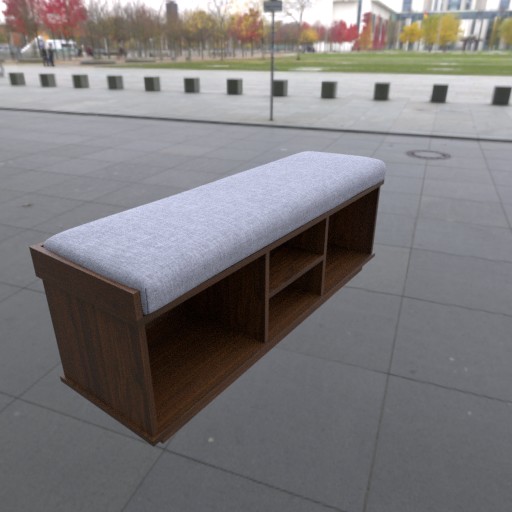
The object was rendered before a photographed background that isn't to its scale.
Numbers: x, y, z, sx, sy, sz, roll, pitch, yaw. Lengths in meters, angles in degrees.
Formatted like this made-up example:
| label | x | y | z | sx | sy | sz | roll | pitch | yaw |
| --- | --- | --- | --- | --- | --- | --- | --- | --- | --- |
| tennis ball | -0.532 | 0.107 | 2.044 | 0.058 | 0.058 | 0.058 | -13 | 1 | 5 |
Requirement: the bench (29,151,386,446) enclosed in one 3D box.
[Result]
| label | x | y | z | sx | sy | sz | roll | pitch | yaw |
| --- | --- | --- | --- | --- | --- | --- | --- | --- | --- |
| bench | 0.000 | 0.000 | 1.402 | 0.367 | 0.468 | 1.196 | 17 | 30 | 32 |
